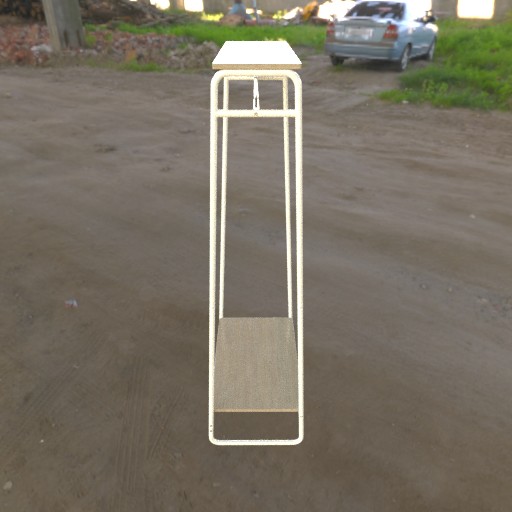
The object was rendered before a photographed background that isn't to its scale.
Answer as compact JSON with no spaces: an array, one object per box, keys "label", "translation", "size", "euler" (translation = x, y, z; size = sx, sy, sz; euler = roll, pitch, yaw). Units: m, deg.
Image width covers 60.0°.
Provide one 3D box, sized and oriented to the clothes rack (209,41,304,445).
[{"label":"clothes rack","translation":[0.000,0.000,1.789],"size":[0.400,1.512,0.640],"euler":[0,30,0]}]
